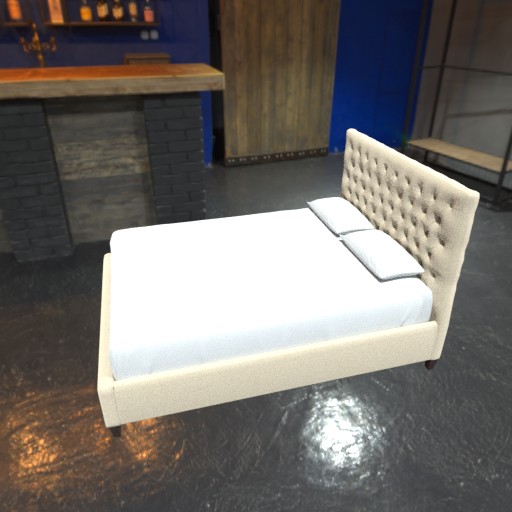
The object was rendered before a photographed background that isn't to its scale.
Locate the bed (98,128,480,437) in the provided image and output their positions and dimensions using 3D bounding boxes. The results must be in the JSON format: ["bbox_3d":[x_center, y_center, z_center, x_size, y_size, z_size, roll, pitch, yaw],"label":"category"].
[{"bbox_3d":[0.000,0.000,3.421,2.387,1.427,1.698,-8,30,-13],"label":"bed"}]
